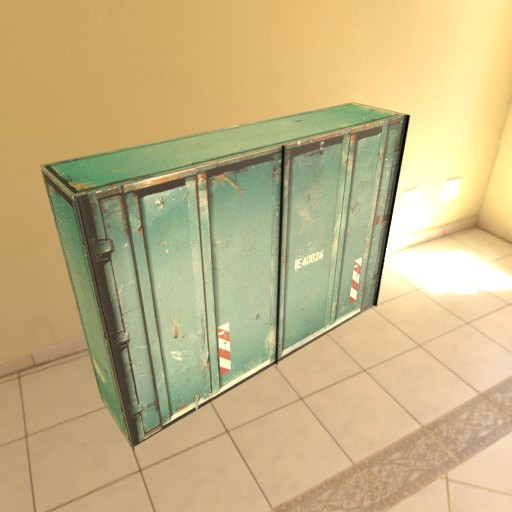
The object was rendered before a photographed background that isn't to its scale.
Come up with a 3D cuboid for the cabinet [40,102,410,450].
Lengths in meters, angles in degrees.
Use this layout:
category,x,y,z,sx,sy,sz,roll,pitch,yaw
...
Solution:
category,x,y,z,sx,sy,sz,roll,pitch,yaw
cabinet,0.000,0.000,3.972,3.001,2.160,0.680,-22,37,-32
